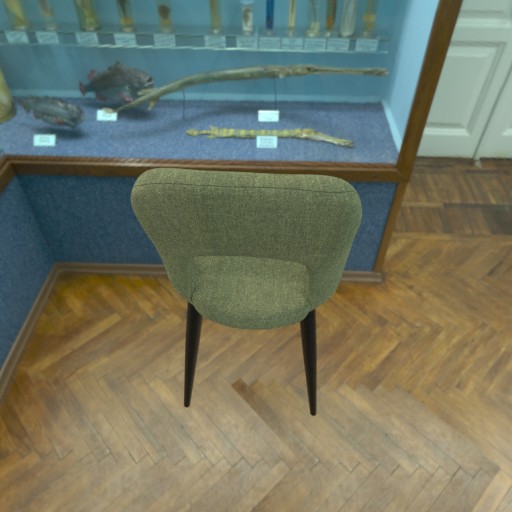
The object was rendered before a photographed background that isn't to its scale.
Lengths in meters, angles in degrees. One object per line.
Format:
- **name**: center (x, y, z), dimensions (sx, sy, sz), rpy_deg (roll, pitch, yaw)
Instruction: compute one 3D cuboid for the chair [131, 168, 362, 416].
- **chair**: center (0.000, 0.000, 1.223), dimensions (0.470, 0.931, 0.612), rpy_deg (3, 46, 3)
